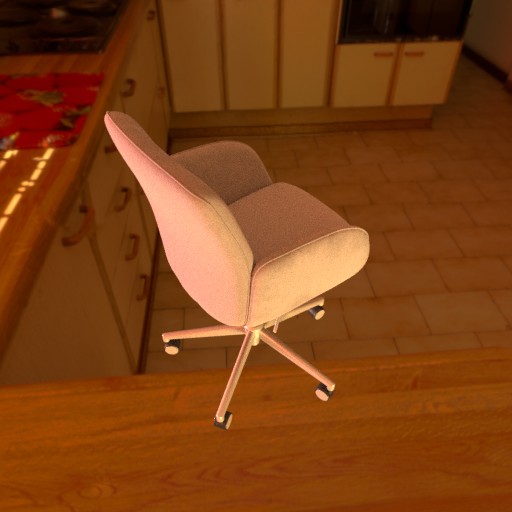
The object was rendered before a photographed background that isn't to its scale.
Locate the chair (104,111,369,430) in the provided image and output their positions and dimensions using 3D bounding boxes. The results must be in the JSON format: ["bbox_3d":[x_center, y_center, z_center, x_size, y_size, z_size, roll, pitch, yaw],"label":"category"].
[{"bbox_3d":[0.000,0.000,1.365,0.654,0.959,0.648,-25,47,-25],"label":"chair"}]
